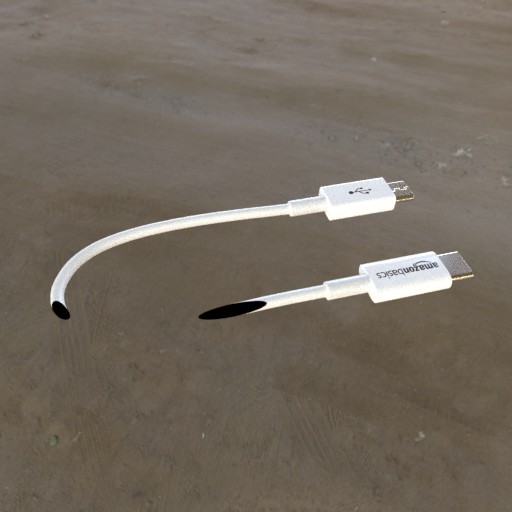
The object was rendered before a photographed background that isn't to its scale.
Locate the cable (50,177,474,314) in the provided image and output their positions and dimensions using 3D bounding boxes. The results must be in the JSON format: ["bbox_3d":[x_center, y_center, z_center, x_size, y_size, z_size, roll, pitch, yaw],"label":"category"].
[{"bbox_3d":[0.000,0.000,0.111,0.098,0.006,0.040,-10,48,-9],"label":"cable"}]
